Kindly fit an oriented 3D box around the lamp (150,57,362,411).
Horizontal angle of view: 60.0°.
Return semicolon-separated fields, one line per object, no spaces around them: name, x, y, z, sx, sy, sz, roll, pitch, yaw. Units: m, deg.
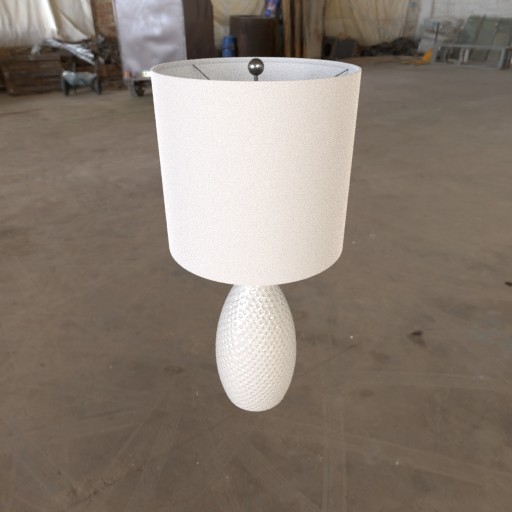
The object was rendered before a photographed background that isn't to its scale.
lamp;0.000;0.000;0.569;0.214;0.466;0.214;-8;30;-14
